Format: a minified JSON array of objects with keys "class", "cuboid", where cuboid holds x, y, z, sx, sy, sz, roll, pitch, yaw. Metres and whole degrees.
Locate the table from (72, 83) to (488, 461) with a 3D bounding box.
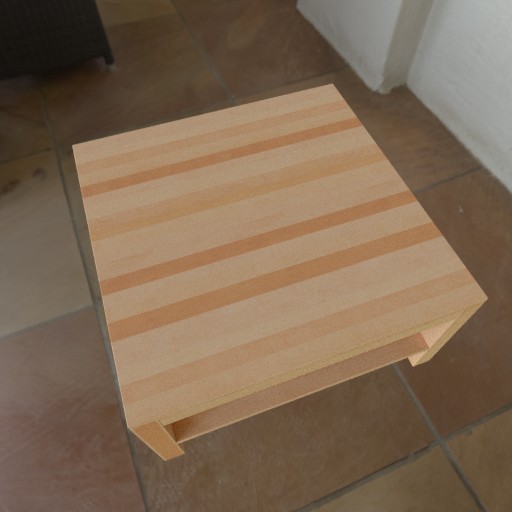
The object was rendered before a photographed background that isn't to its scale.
[{"class":"table","cuboid":[0.000,0.000,1.433,0.900,0.450,0.900,-17,59,-11]}]
